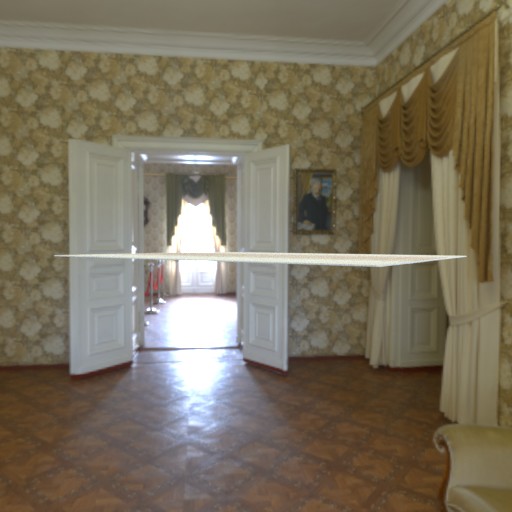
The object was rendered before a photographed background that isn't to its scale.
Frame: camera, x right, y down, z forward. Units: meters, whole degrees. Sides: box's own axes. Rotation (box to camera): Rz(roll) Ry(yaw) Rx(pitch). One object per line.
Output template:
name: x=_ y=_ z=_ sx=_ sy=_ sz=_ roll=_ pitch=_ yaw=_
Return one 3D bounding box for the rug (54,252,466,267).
rug: x=0.000 y=0.000 z=2.378 sx=1.850 sy=0.006 sz=1.234 roll=1 pitch=2 yaw=36
